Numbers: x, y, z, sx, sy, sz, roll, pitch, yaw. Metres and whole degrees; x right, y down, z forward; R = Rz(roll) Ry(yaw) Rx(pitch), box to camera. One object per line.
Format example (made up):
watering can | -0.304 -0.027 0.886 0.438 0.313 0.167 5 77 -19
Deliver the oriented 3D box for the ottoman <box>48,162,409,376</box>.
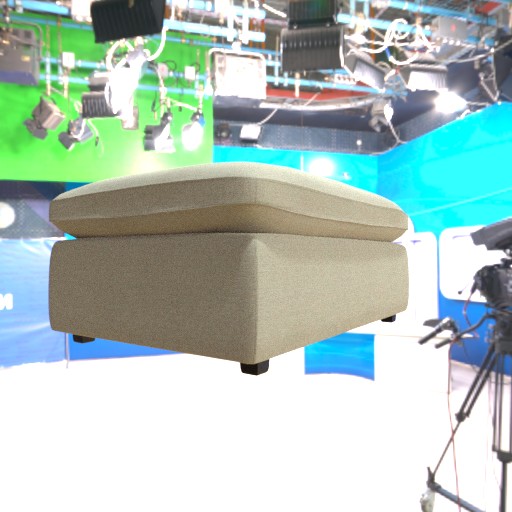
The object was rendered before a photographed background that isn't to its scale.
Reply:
ottoman | 0.000 0.000 1.345 0.686 0.453 0.984 0 0 34
